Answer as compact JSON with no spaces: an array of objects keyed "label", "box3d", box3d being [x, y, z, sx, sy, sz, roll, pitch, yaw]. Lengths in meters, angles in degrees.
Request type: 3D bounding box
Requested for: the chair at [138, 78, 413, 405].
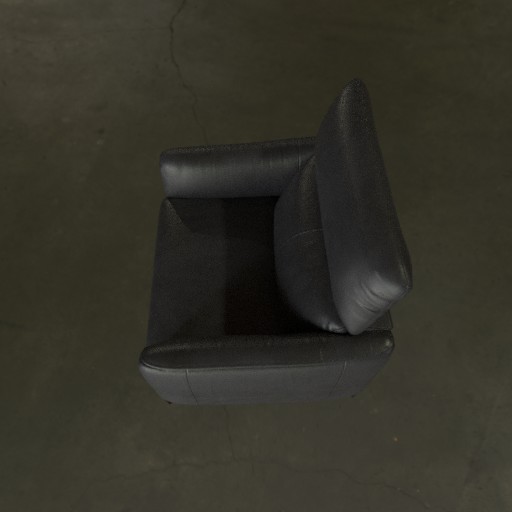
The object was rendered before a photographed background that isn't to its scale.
[{"label":"chair","box3d":[0.000,0.000,1.658,0.809,0.949,0.976,-2,59,-1]}]
